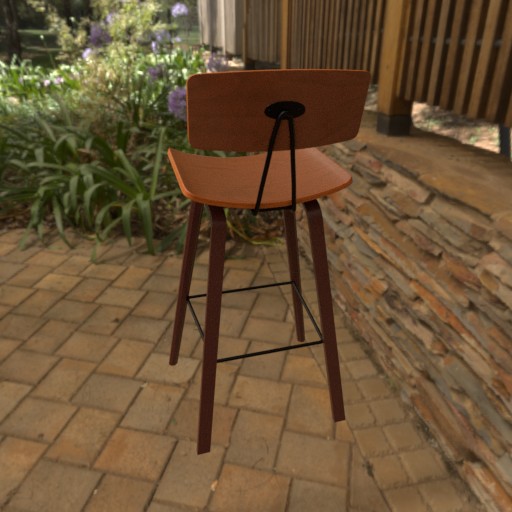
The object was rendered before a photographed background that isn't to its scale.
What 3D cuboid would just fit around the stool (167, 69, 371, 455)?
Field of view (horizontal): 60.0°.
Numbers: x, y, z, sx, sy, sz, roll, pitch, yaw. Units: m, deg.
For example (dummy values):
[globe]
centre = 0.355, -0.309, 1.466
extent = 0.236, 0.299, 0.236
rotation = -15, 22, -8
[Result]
[stool]
centre = 0.000, 0.000, 1.219
extent = 0.509, 0.969, 0.440
rotation = -7, 27, -15
